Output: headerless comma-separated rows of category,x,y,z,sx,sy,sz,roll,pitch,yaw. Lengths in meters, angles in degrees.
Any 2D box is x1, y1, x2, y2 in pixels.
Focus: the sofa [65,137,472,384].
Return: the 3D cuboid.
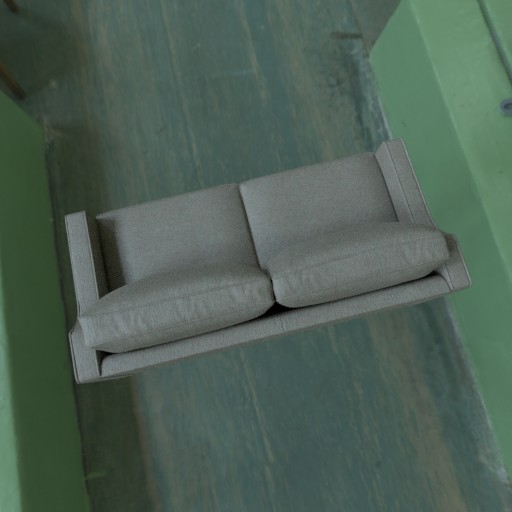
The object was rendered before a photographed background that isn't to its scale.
sofa,0.000,0.000,2.819,2.181,1.074,1.073,-14,77,-3
